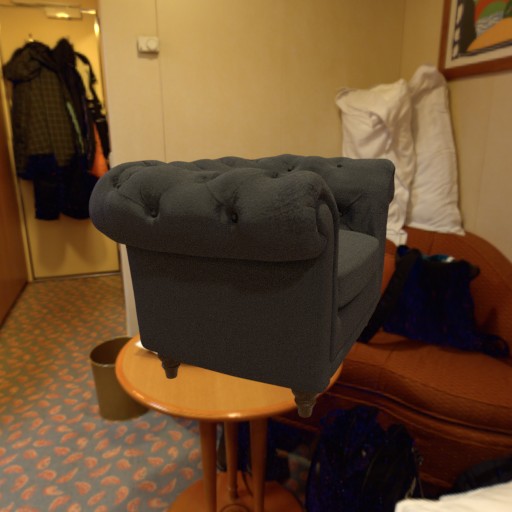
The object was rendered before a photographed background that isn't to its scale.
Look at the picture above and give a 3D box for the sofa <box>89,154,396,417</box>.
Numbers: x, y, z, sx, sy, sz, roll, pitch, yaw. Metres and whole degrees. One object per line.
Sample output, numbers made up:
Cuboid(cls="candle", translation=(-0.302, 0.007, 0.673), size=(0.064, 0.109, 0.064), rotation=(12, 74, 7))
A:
Cuboid(cls="sofa", translation=(0.000, 0.000, 2.025), size=(1.032, 0.878, 1.405), rotation=(7, 16, 25))
